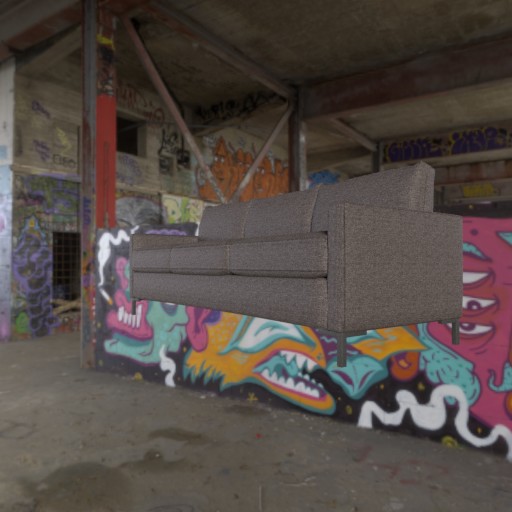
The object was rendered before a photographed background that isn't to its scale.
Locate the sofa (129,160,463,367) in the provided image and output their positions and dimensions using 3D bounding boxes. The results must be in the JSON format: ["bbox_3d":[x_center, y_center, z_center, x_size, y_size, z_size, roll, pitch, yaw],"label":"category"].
[{"bbox_3d":[0.000,0.000,2.783,0.876,0.882,2.253,1,-1,-36],"label":"sofa"}]
